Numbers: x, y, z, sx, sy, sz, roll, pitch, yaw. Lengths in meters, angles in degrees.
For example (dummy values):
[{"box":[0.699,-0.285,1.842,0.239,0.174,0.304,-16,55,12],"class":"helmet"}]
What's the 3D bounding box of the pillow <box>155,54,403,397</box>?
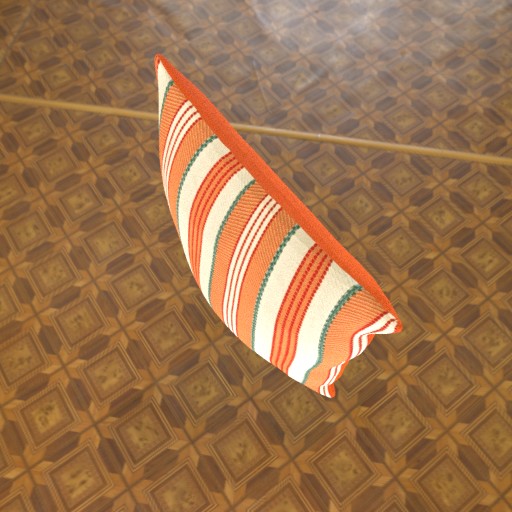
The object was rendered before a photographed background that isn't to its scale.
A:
[{"box":[0.000,0.000,0.664,0.182,0.441,0.440,-33,69,-15],"class":"pillow"}]
